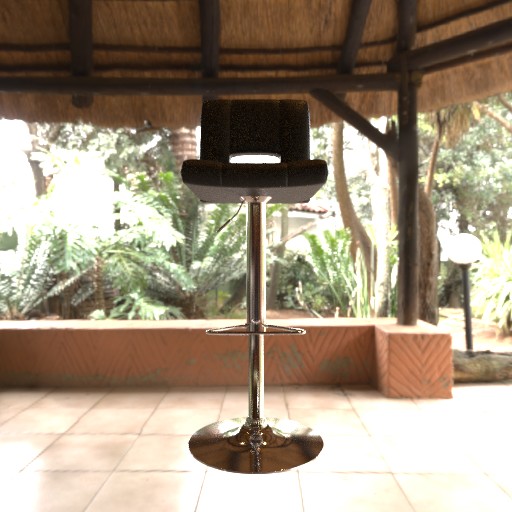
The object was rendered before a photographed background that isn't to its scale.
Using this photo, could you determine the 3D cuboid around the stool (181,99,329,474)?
[{"bbox_3d":[0.000,0.000,1.402,0.415,1.151,0.520,0,0,0],"label":"stool"}]
